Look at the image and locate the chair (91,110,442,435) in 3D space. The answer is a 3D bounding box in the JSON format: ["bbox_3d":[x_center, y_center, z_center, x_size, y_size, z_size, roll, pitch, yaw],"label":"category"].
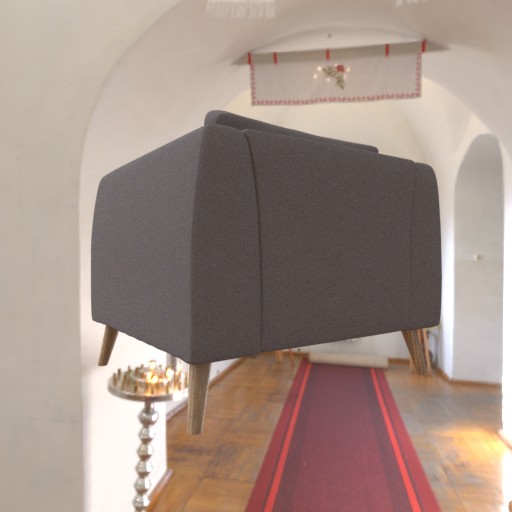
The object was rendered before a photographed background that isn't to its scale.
[{"bbox_3d":[0.000,0.000,1.679,1.000,0.860,0.930,0,1,-35],"label":"chair"}]
